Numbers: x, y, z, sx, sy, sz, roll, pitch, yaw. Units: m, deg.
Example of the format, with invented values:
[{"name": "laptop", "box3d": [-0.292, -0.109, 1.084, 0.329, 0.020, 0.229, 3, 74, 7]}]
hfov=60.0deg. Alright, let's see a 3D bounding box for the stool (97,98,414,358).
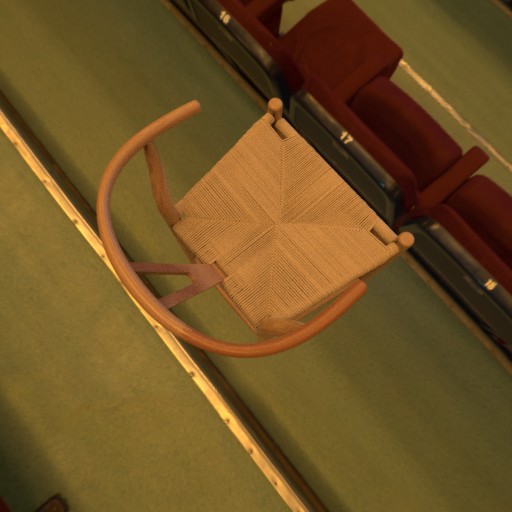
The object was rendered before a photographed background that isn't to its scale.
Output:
[{"name": "stool", "box3d": [0.000, 0.000, 1.253, 0.575, 0.923, 0.536, -39, 79, -9]}]
